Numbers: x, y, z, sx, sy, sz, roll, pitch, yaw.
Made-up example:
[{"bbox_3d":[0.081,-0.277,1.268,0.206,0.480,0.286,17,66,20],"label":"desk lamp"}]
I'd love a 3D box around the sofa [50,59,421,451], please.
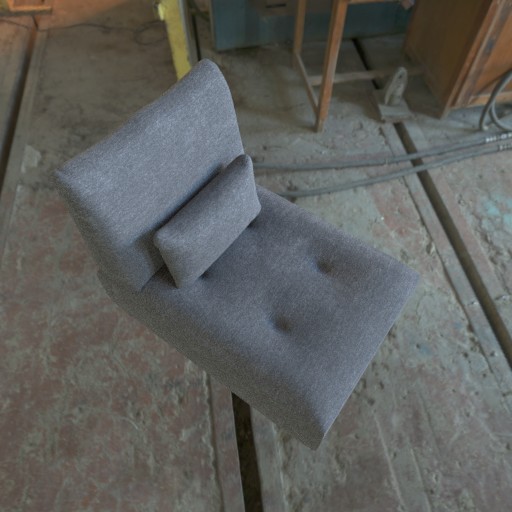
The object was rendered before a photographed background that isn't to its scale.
[{"bbox_3d":[0.000,0.000,1.533,1.000,0.820,0.700,31,62,19],"label":"sofa"}]
